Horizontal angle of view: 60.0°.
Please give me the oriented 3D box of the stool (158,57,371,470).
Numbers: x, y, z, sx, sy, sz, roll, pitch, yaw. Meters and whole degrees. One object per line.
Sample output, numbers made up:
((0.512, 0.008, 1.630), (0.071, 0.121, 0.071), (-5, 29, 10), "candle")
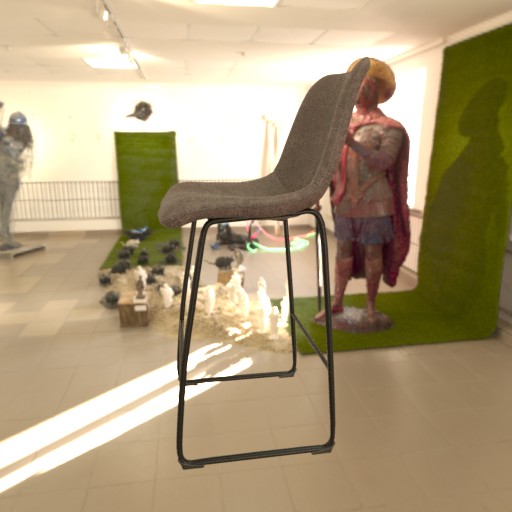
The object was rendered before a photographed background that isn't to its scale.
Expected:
((0.000, 0.000, 1.348), (0.561, 1.082, 0.514), (-2, 14, -9), "stool")
